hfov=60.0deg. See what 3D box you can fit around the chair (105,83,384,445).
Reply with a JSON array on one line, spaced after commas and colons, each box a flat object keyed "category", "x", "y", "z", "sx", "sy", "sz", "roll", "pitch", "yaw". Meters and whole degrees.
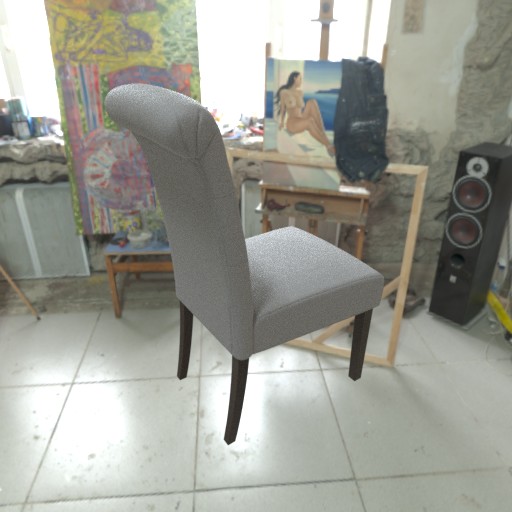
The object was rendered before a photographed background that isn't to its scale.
[{"category": "chair", "x": 0.000, "y": 0.000, "z": 1.351, "sx": 0.671, "sy": 1.006, "sz": 0.456, "roll": -17, "pitch": 32, "yaw": -30}]
